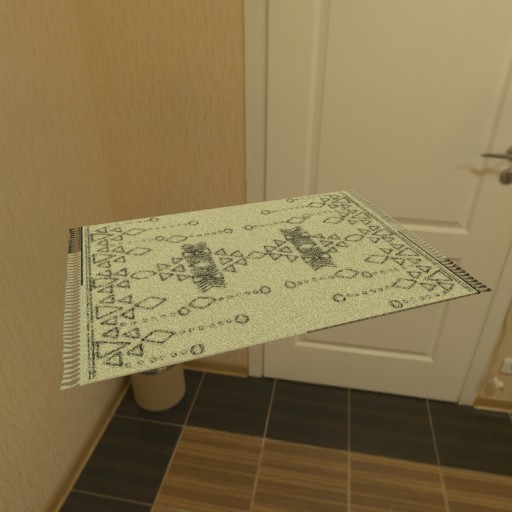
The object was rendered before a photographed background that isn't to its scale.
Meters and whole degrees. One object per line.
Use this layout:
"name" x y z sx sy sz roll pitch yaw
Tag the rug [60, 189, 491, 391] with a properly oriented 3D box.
"rug" 0.000 0.000 2.869 2.312 0.013 1.600 -10 32 -16
